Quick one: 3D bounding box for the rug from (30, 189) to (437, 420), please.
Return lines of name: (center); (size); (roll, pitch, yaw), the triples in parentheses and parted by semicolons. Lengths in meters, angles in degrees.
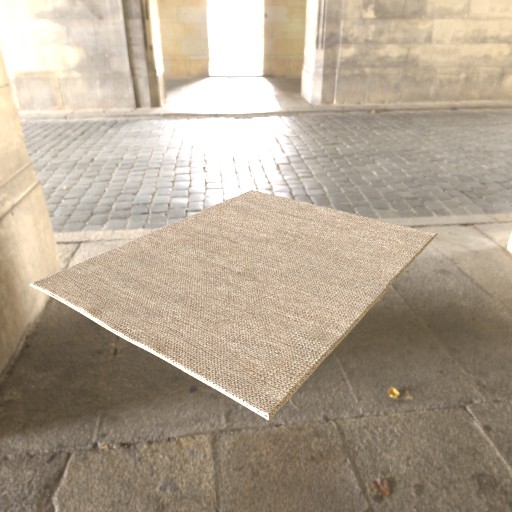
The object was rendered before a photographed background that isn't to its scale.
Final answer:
rug: (0.000, 0.000, 4.133); (2.429, 0.030, 3.052); (18, 32, 32)
